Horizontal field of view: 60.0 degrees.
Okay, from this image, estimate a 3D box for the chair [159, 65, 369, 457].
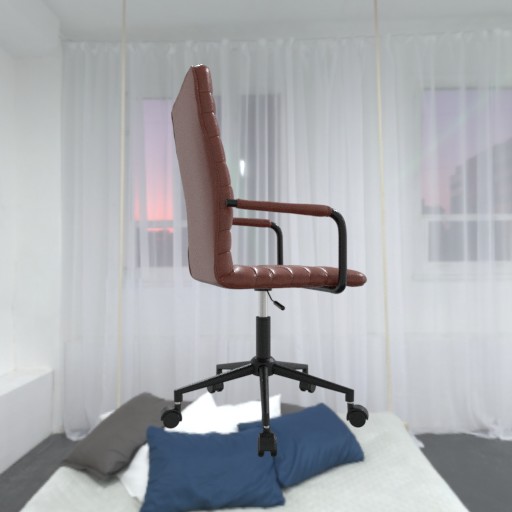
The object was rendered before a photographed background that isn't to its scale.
[{"bbox_3d":[0.000,0.000,1.360,0.580,0.979,0.608,0,0,-18],"label":"chair"}]
